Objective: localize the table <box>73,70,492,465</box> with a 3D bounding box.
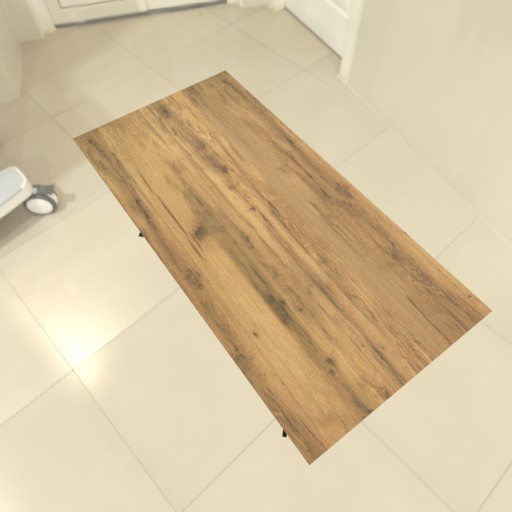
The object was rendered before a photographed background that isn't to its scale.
[{"bbox_3d":[0.000,0.000,2.461,1.000,0.770,2.000,-32,63,-18],"label":"table"}]
